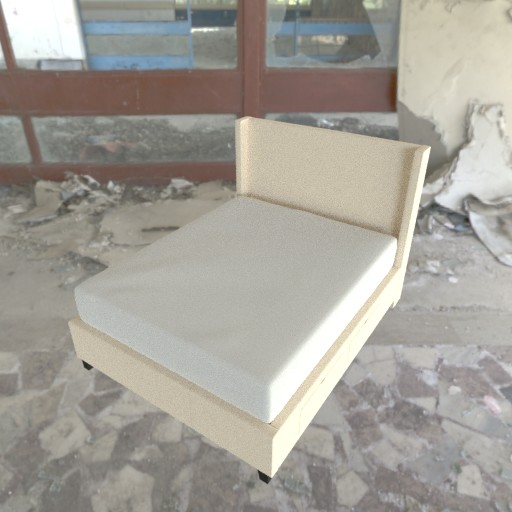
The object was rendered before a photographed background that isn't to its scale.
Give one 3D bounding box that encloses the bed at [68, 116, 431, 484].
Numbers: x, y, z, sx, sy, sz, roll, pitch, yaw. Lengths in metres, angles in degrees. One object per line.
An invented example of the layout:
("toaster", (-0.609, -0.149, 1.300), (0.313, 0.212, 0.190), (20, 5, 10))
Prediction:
("bed", (0.000, 0.000, 3.445), (1.765, 1.471, 2.280), (19, 36, 29))
